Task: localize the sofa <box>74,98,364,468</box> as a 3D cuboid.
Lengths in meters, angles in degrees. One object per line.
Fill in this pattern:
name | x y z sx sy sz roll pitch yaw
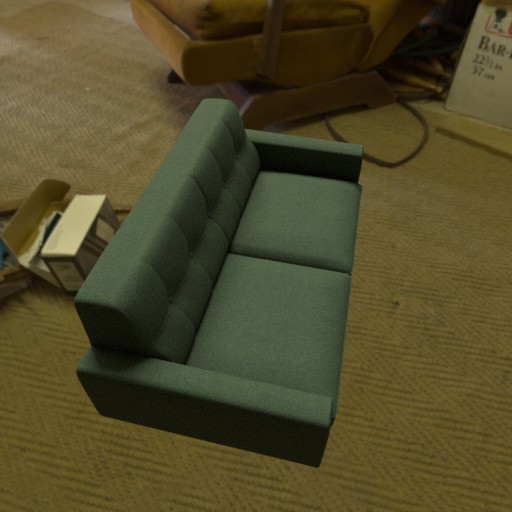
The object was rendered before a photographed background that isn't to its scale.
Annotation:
sofa | 0.000 0.000 2.088 0.909 0.841 1.631 10 48 9
